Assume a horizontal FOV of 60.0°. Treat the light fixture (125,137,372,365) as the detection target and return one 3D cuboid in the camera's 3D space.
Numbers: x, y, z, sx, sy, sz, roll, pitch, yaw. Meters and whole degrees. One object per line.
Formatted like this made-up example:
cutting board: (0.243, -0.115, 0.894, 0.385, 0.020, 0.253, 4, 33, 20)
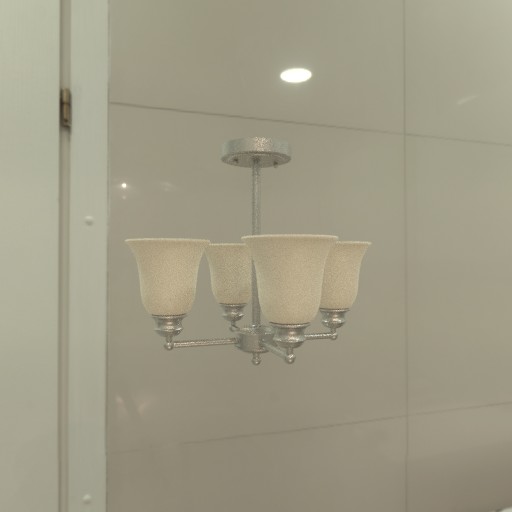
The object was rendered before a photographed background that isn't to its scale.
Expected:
light fixture: (0.000, 0.000, 0.753, 0.427, 0.370, 0.427, 0, -1, -18)
